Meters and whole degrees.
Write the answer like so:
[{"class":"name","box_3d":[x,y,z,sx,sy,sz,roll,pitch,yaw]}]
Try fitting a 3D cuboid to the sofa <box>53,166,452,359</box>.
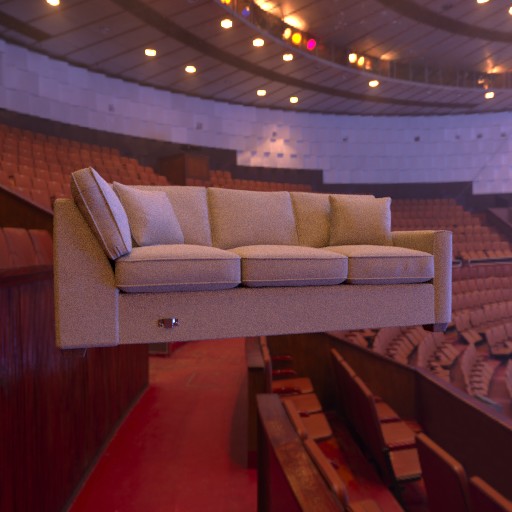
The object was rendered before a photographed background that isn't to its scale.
[{"class":"sofa","box_3d":[0.000,0.000,2.876,2.317,0.962,1.061,0,1,-19]}]
